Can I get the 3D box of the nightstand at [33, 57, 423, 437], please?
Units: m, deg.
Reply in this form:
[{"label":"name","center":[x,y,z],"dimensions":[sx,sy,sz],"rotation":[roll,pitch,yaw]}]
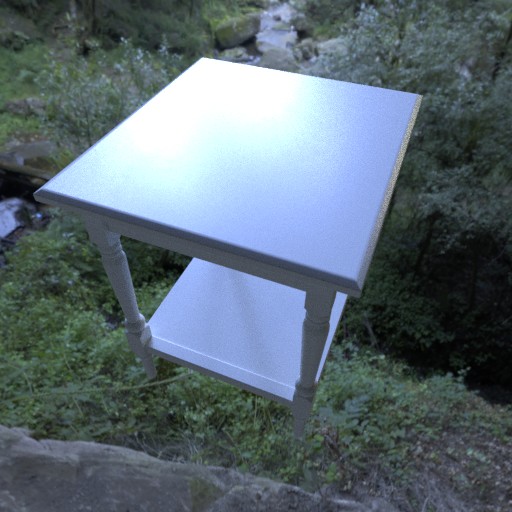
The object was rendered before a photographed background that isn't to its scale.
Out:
[{"label":"nightstand","center":[0.000,0.000,0.908],"dimensions":[0.459,0.555,0.505],"rotation":[16,48,15]}]
